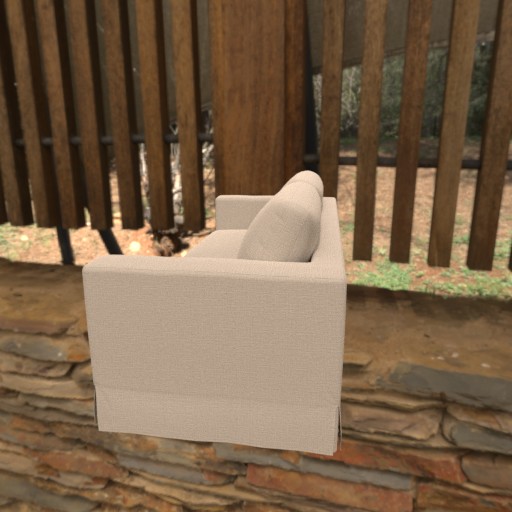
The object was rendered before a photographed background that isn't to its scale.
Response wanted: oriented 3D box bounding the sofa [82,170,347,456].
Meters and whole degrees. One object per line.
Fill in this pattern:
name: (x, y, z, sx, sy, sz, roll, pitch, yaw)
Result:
sofa: (0.000, 0.000, 2.571, 0.954, 0.881, 2.163, 2, 15, 9)
